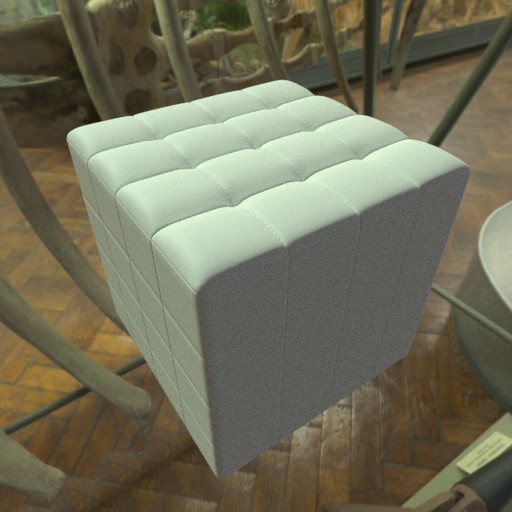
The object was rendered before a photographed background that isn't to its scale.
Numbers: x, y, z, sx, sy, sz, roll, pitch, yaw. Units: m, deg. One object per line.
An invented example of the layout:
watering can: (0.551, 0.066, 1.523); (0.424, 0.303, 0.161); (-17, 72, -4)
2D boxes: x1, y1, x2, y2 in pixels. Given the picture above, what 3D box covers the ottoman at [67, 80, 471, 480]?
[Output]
ottoman: (0.000, 0.000, 0.766); (0.425, 0.432, 0.425); (-24, 45, -26)
